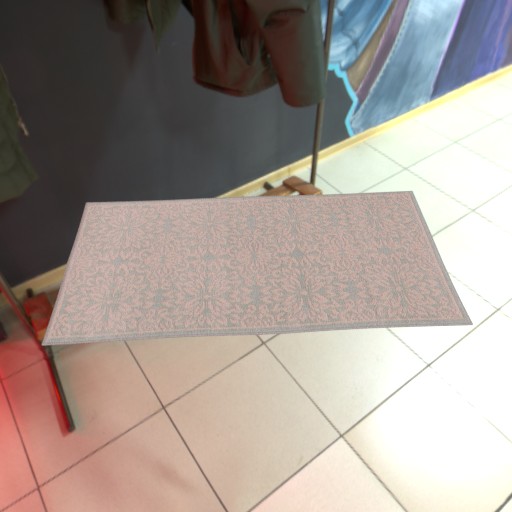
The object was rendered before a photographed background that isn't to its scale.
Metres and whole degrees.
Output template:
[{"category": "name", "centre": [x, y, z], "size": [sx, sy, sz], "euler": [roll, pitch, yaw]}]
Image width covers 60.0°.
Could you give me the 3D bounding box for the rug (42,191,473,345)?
[{"category": "rug", "centre": [0.000, 0.000, 1.449], "size": [1.219, 0.007, 0.604], "euler": [-2, 47, -2]}]
